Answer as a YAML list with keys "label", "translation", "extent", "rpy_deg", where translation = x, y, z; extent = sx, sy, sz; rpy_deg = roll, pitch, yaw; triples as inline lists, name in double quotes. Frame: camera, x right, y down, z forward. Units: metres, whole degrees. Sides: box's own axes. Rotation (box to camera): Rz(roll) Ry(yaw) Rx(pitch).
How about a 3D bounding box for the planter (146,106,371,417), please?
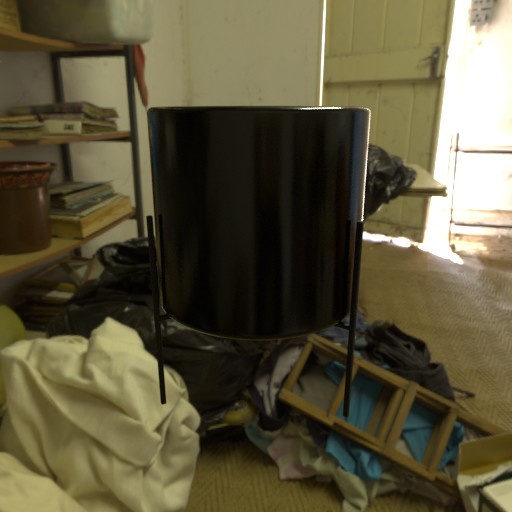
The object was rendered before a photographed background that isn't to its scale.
- label: "planter"
  translation: [0.000, 0.000, 0.678]
  extent: [0.310, 0.432, 0.310]
  rpy_deg: [-3, 18, -8]
